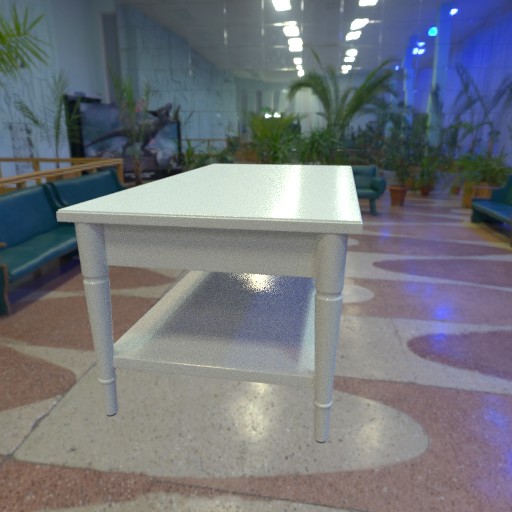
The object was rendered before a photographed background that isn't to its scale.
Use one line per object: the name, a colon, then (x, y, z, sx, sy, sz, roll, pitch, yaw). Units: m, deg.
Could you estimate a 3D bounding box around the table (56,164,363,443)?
table: (0.000, 0.000, 1.344, 0.559, 0.457, 1.067, 3, 17, 10)
